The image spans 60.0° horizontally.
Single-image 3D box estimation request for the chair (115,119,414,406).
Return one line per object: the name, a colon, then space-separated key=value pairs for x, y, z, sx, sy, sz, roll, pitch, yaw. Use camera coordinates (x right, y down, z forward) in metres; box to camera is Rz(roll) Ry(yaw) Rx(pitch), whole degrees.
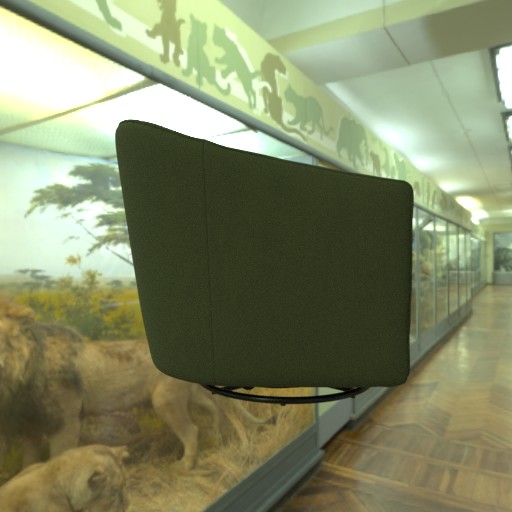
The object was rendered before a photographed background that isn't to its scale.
chair: x=0.000 y=0.000 z=1.462 sx=0.875 sy=0.799 sz=0.747 roll=0 pitch=0 yaw=1
